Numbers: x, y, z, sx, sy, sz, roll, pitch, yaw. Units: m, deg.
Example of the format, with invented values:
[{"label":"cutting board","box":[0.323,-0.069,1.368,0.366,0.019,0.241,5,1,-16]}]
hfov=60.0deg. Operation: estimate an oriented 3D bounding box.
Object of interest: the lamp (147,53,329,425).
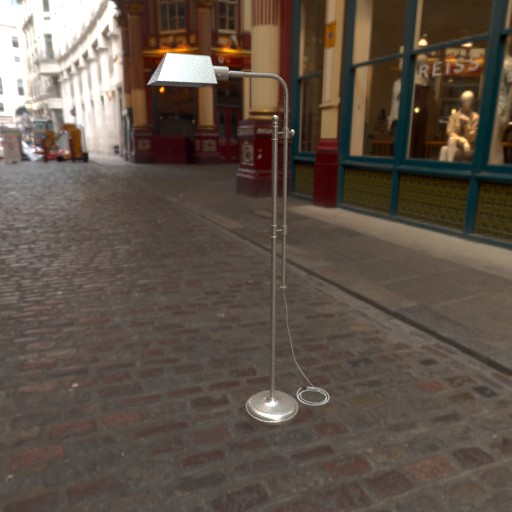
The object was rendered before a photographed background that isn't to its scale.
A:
[{"label":"lamp","box":[0.000,0.000,1.919,0.813,1.571,0.256,-7,17,-25]}]
